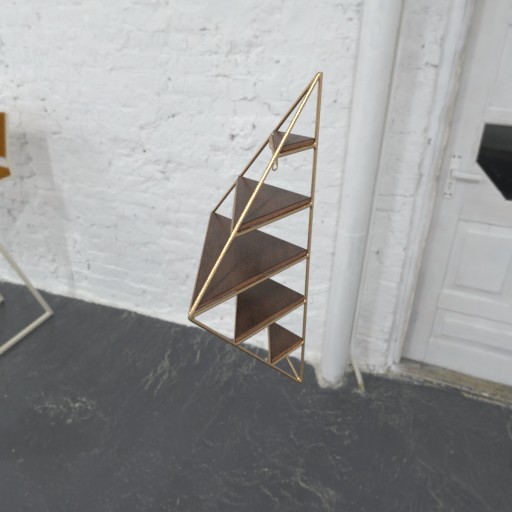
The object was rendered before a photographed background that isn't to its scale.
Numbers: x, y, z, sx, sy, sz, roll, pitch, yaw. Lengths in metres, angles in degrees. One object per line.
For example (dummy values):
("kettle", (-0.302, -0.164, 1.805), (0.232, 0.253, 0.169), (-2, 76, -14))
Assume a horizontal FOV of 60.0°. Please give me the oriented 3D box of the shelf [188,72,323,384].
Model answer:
("shelf", (0.000, 0.000, 1.186), (0.294, 0.913, 0.564), (0, 28, 0))
